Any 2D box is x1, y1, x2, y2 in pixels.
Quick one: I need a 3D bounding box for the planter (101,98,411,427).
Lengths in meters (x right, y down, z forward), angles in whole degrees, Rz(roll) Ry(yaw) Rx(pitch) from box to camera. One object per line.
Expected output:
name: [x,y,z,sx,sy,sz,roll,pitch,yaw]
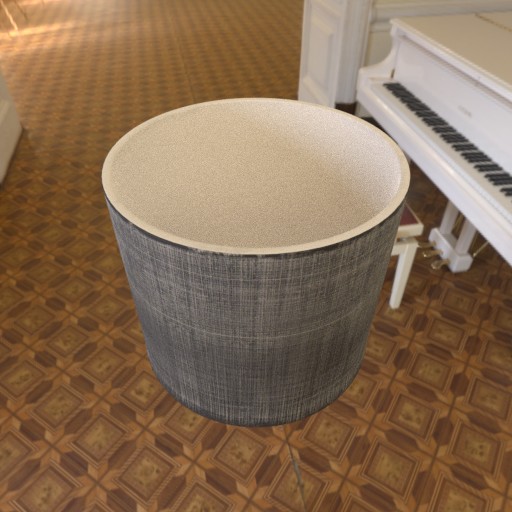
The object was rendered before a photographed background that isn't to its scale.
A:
planter: [0.000,0.000,0.315,0.178,0.157,0.178,0,41,0]
